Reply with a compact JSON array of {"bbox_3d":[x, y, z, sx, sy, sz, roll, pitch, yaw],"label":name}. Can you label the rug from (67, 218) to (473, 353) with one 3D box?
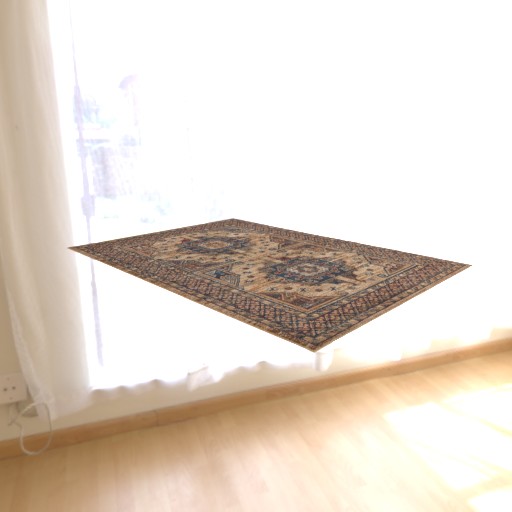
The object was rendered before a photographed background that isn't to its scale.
[{"bbox_3d":[0.000,0.000,2.972,2.227,0.008,1.611,15,21,43],"label":"rug"}]
